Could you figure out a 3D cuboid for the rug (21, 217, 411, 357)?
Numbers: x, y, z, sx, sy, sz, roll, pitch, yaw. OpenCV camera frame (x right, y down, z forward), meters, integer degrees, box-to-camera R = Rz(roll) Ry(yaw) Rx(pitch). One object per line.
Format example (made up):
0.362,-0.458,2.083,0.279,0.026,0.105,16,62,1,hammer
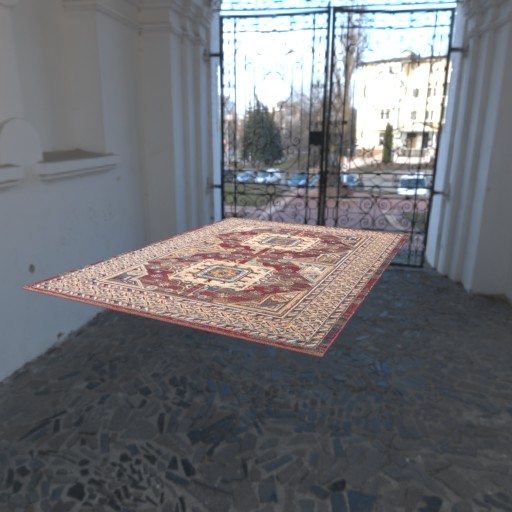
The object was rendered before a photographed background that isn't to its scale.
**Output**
0.000,0.000,4.226,2.381,0.013,3.197,8,17,25,rug
